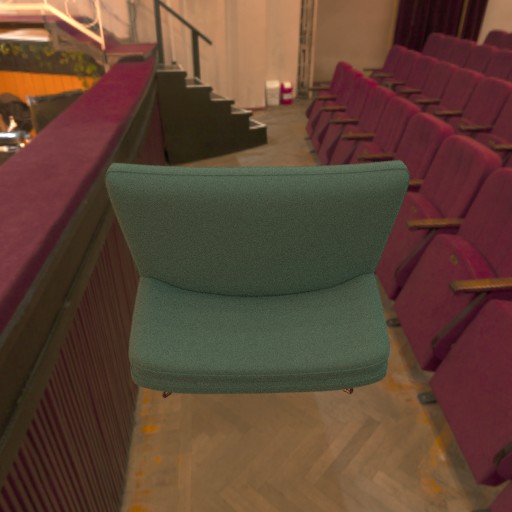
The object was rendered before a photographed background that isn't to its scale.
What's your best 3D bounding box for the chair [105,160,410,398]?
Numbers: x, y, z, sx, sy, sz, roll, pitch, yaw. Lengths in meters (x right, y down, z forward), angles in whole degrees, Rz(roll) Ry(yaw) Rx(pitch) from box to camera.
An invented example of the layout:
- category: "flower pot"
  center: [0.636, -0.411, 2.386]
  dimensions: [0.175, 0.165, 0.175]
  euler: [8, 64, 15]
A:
- category: "chair"
  center: [0.000, 0.000, 1.634]
  dimensions: [0.859, 0.855, 1.008]
  euler: [-1, 31, -1]
